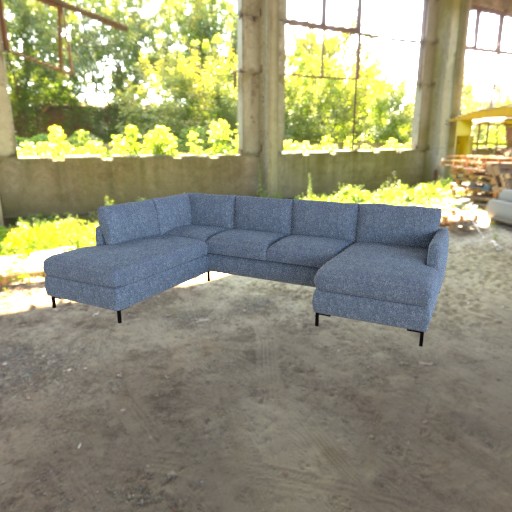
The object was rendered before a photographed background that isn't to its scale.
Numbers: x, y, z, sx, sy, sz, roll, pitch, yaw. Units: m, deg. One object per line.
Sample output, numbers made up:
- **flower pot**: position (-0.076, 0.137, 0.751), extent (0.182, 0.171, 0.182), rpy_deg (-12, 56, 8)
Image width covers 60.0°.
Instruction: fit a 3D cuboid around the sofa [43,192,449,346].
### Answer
- **sofa**: position (0.000, 0.000, 3.560), extent (2.737, 0.756, 1.879), rpy_deg (7, 16, 27)
